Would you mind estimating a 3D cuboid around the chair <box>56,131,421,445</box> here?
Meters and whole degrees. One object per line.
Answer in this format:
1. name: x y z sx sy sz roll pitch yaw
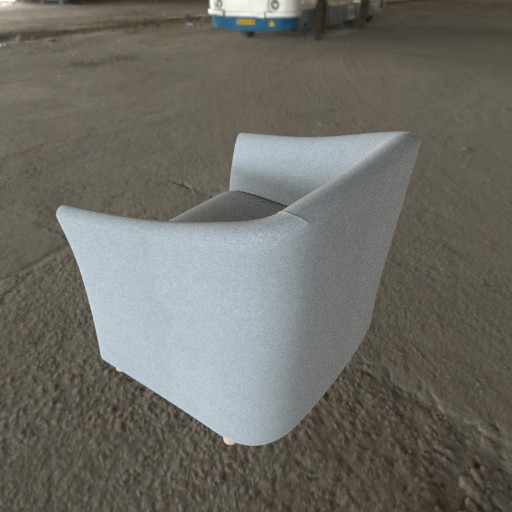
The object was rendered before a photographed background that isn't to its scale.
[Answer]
1. chair: 0.000 0.000 1.324 0.700 0.720 0.790 21 38 30
